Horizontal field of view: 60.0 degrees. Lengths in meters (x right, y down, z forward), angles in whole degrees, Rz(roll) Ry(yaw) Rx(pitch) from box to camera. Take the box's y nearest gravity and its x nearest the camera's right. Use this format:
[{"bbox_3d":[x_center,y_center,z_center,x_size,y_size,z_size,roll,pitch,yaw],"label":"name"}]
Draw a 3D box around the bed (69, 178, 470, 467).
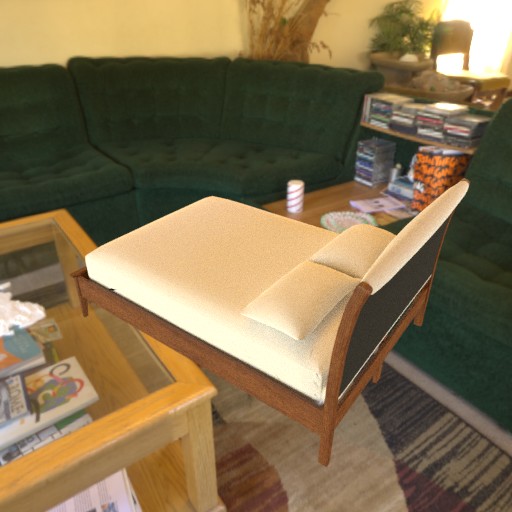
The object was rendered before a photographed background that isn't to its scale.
[{"bbox_3d":[0.000,0.000,3.251,2.380,1.250,1.612,21,36,31],"label":"bed"}]
